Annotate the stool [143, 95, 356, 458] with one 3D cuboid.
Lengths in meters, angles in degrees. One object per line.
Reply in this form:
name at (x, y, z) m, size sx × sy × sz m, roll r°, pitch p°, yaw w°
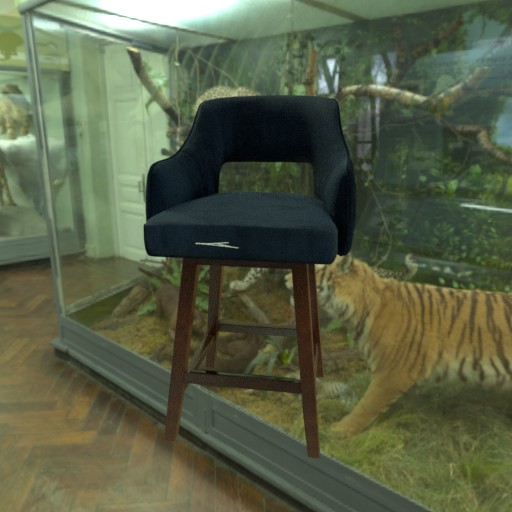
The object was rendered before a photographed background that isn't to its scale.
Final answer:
stool at (0.000, 0.000, 1.307) m, size 0.550 × 0.940 × 0.560 m, roll 3°, pitch 15°, yaw 10°
